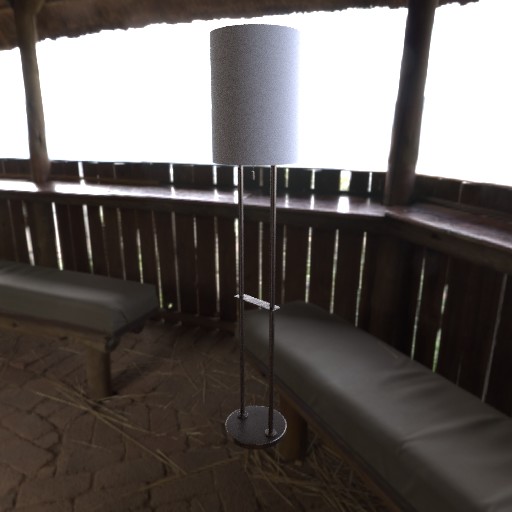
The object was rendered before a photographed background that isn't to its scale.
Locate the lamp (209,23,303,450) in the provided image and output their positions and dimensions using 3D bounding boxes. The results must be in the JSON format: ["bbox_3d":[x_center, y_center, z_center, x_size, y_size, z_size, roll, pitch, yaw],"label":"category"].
[{"bbox_3d":[0.000,0.000,1.645,0.305,1.500,0.306,-15,22,-43],"label":"lamp"}]
